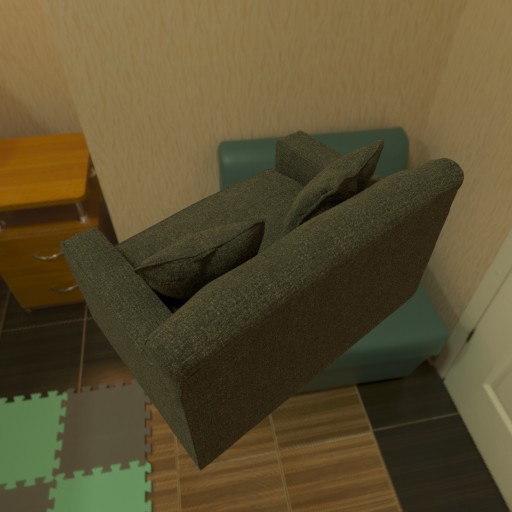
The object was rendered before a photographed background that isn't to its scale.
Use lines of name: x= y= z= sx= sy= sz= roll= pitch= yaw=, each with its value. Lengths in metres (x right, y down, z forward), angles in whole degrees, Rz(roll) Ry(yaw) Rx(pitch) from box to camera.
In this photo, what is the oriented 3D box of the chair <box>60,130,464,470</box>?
chair: x=0.000 y=0.000 z=2.005 sx=1.383 sy=0.948 sz=1.000 roll=-31 pitch=54 yaw=-26
